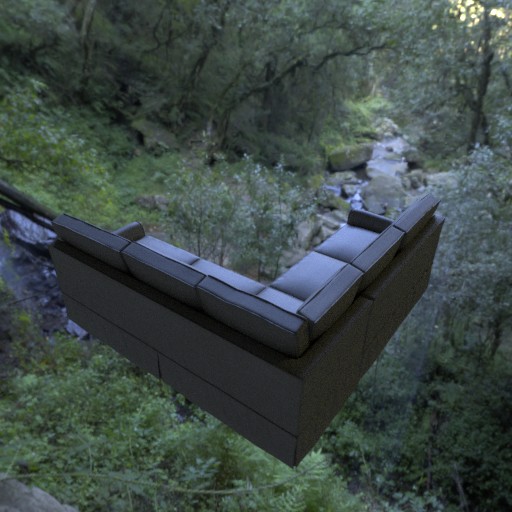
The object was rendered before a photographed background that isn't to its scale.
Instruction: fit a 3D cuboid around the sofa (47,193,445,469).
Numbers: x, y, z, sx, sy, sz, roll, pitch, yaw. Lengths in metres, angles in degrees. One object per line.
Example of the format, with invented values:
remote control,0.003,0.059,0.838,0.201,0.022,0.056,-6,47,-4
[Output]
sofa,0.000,0.000,4.181,2.623,1.081,2.618,22,38,31
